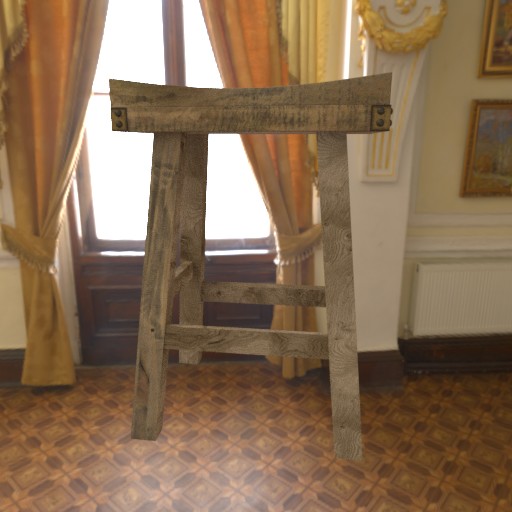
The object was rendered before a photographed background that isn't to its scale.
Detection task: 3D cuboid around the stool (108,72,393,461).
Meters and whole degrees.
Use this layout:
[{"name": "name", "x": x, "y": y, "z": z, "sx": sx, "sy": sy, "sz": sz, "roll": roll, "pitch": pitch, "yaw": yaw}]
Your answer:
[{"name": "stool", "x": 0.000, "y": 0.000, "z": 0.877, "sx": 0.450, "sy": 0.635, "sz": 0.330, "roll": 2, "pitch": 15, "yaw": 8}]
